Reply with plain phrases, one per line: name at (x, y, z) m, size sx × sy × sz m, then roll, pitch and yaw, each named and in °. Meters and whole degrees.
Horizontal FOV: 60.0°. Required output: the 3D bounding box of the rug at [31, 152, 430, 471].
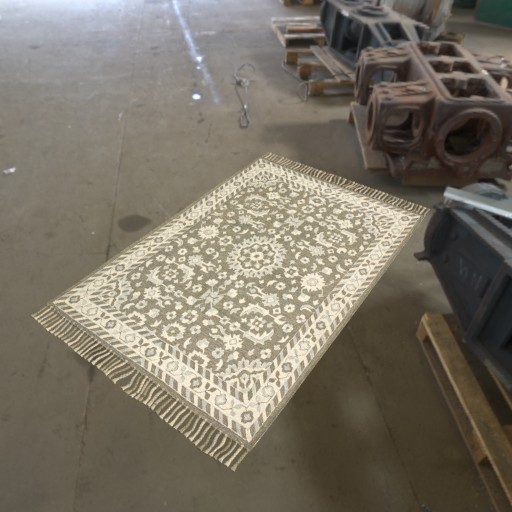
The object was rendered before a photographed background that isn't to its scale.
rug at (0.000, 0.000, 2.982) m, size 1.530 × 0.025 × 2.431 m, roll 26°, pitch 48°, yaw 26°
